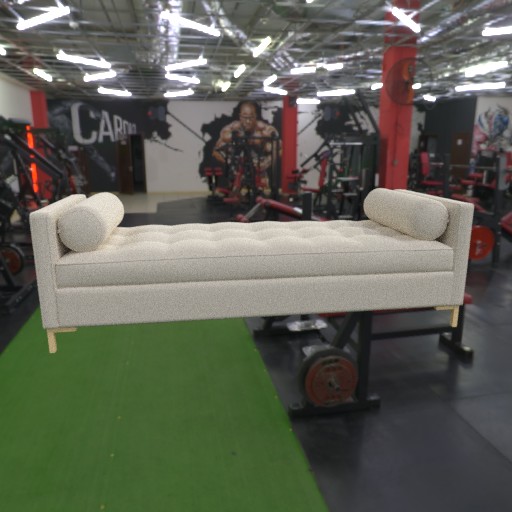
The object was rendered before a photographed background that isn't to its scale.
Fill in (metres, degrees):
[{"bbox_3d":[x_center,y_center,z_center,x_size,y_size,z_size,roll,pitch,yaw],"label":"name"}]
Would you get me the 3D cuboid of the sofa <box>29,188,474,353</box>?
[{"bbox_3d":[0.000,0.000,2.350,1.985,0.641,0.746,-2,14,-8],"label":"sofa"}]
